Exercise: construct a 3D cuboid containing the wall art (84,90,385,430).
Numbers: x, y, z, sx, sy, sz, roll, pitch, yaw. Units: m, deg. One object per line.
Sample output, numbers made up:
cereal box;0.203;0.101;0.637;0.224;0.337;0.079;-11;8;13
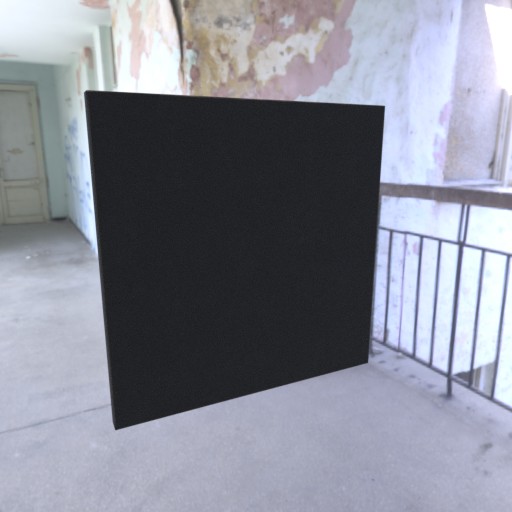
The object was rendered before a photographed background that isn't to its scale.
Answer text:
wall art;0.000;0.000;0.454;0.304;0.303;0.015;-7;15;-26
